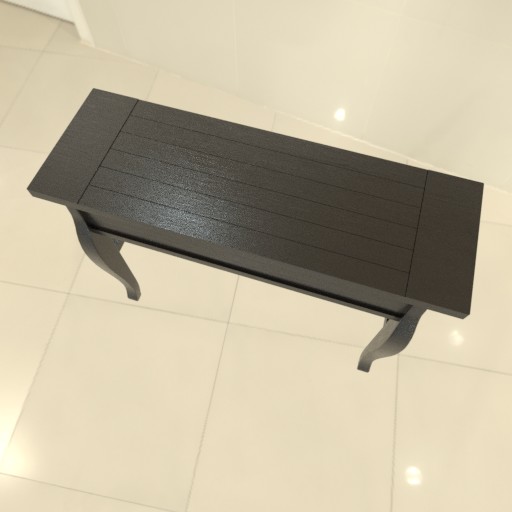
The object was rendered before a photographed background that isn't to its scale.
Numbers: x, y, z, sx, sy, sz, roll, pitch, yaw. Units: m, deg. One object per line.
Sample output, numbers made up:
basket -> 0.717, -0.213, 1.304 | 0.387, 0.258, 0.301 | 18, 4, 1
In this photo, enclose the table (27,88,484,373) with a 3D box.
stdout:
table -> 0.000, 0.000, 1.428 | 1.062, 0.768, 0.373 | 16, 65, 8
